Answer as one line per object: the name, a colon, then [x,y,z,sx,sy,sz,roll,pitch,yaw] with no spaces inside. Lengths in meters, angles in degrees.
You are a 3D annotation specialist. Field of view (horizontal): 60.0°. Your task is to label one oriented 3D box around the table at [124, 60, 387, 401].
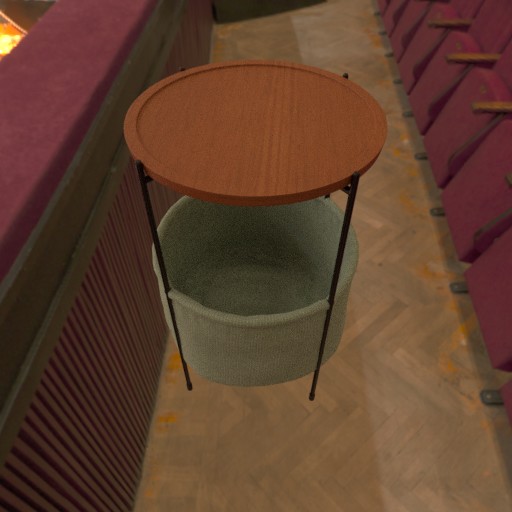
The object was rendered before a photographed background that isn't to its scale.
table: [0.000,0.000,0.884,0.400,0.623,0.400,4,47,4]
